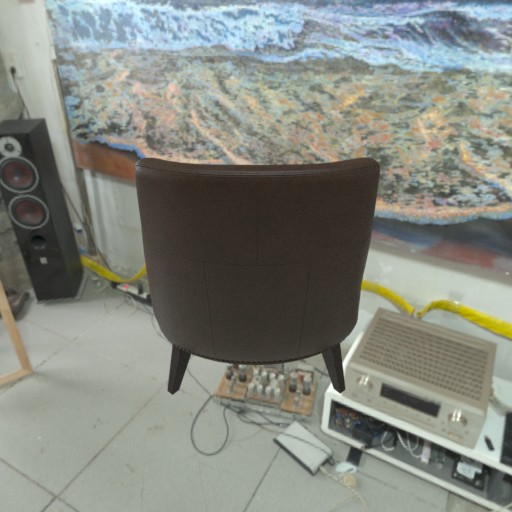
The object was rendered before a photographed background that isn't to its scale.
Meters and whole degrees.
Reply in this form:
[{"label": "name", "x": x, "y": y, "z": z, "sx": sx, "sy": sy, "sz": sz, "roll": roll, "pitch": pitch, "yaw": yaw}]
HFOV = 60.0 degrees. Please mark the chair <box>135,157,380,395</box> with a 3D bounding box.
[{"label": "chair", "x": 0.000, "y": 0.000, "z": 1.504, "sx": 0.701, "sy": 0.909, "sz": 0.861, "roll": 0, "pitch": 30, "yaw": 0}]
